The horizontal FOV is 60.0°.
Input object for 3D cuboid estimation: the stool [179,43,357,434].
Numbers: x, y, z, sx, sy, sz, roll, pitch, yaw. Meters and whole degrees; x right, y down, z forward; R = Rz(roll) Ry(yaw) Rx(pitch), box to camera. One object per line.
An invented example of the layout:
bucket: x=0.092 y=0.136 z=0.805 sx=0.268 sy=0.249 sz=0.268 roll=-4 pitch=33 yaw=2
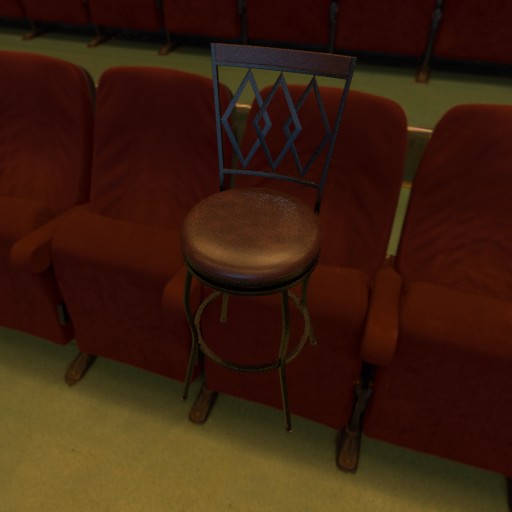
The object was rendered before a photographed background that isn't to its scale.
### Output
stool: x=0.000 y=0.000 z=1.430 sx=0.432 sy=1.134 sz=0.521 roll=12 pitch=43 yaw=13
